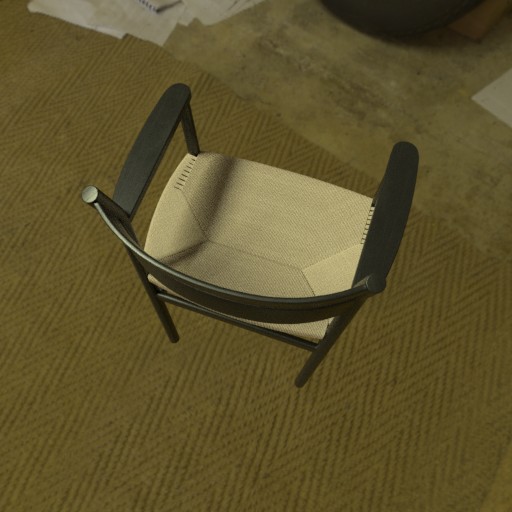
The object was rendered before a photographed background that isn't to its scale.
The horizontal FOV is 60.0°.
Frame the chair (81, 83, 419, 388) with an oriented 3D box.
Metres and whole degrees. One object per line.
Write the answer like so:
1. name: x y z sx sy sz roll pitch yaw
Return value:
1. chair: 0.000 0.000 1.186 0.630 0.775 0.508 17 65 8
